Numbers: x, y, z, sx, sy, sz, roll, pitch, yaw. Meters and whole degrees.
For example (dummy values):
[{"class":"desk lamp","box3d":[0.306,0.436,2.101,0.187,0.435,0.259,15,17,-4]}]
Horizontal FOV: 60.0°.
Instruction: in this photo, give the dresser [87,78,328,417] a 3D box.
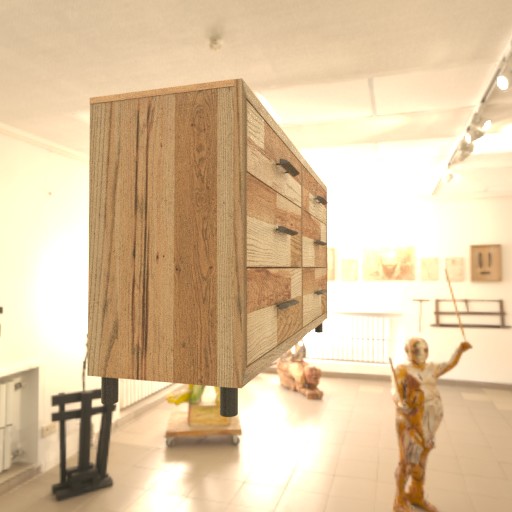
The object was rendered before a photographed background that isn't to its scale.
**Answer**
[{"class":"dresser","box3d":[0.000,0.000,1.874,0.487,0.834,1.547,0,-2,17]}]
